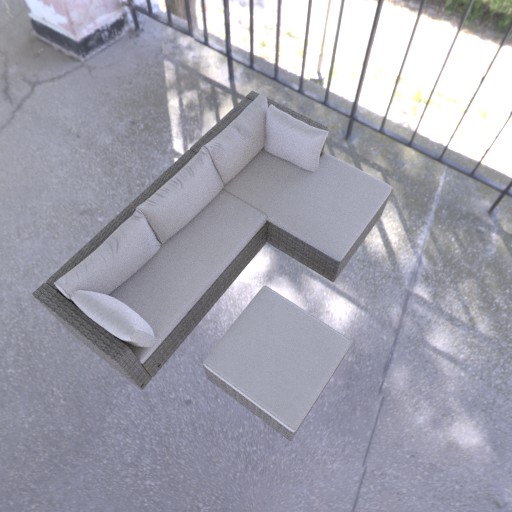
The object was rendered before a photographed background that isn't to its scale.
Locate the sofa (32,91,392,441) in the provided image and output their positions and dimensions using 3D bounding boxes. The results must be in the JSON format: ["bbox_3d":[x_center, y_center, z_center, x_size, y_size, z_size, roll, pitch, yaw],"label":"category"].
[{"bbox_3d":[0.000,0.000,3.001,1.662,0.766,2.192,32,64,17],"label":"sofa"}]
